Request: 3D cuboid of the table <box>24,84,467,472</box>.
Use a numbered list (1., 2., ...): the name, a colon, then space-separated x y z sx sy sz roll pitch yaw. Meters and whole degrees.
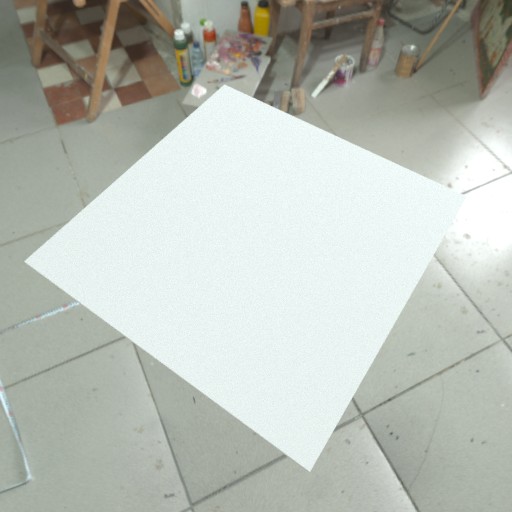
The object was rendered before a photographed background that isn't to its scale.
1. table: 0.000 0.000 1.371 0.890 0.305 0.890 31 63 17
